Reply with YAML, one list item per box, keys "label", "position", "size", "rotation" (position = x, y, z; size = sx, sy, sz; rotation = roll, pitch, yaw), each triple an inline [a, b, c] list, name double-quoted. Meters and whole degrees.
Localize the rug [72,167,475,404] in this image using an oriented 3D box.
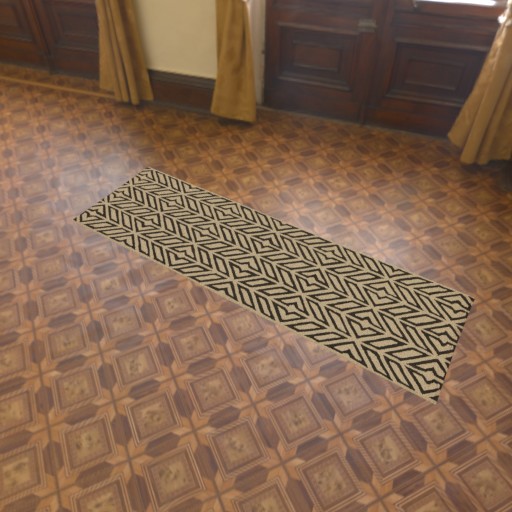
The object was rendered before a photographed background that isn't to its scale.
- label: "rug"
  position: [0.000, 0.000, 2.722]
  size: [2.435, 0.009, 0.750]
  rotation: [24, 50, 22]
